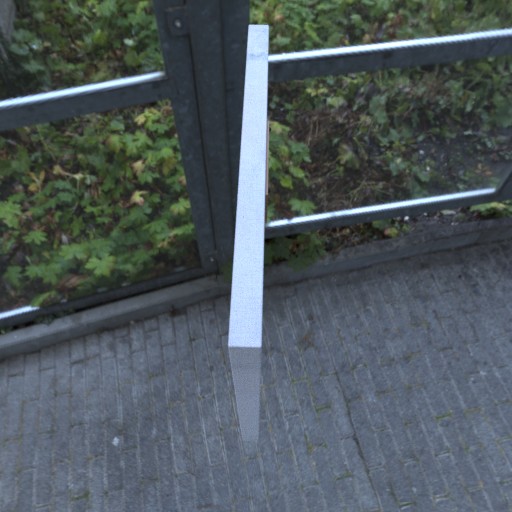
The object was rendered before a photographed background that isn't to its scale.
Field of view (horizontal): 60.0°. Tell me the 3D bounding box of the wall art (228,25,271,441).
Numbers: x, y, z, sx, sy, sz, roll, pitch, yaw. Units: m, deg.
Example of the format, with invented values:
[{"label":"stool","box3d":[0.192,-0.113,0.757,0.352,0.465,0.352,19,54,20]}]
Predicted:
[{"label":"wall art","box3d":[0.000,0.000,0.896,0.044,0.605,0.605,1,58,1]}]
